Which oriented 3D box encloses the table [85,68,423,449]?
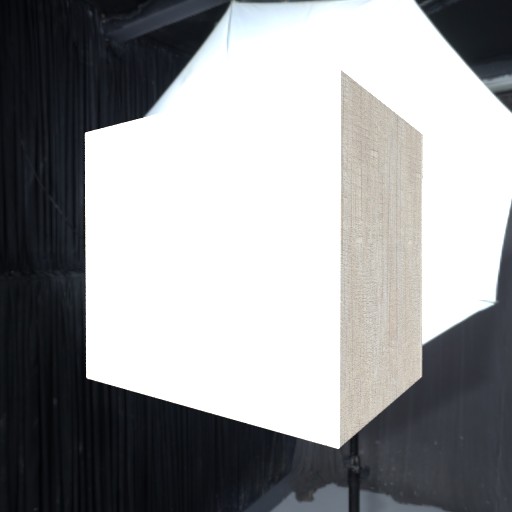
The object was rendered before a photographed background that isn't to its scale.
[{"bbox_3d":[0.000,0.000,0.927,0.570,0.510,0.420,1,1,35],"label":"table"}]
